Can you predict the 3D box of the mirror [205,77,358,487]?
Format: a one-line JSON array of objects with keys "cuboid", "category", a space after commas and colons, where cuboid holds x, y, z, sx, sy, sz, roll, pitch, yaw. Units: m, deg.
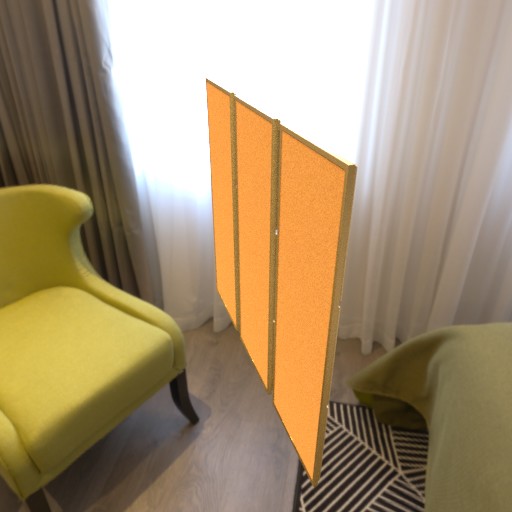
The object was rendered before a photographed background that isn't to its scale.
[{"cuboid": [0.000, 0.000, 1.410, 0.023, 0.926, 1.011, -10, 32, -17], "category": "mirror"}]
